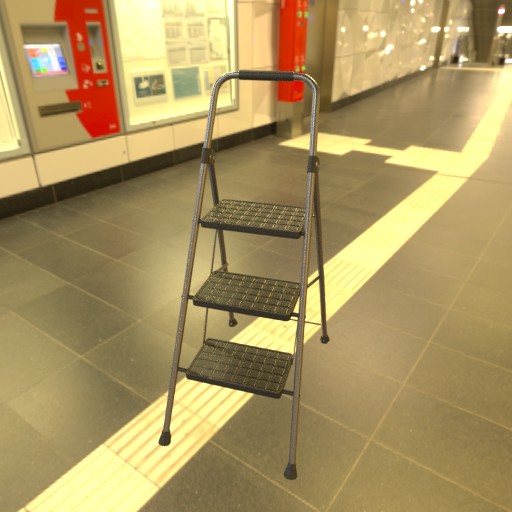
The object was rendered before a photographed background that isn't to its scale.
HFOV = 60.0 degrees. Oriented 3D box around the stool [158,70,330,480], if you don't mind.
[{"bbox_3d":[0.000,0.000,1.469,0.473,1.121,0.733,8,28,15],"label":"stool"}]
